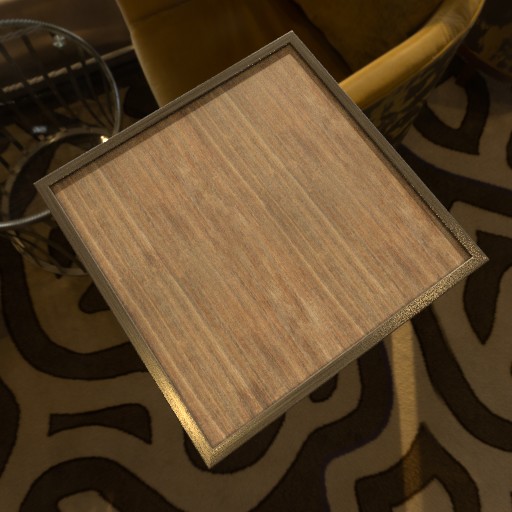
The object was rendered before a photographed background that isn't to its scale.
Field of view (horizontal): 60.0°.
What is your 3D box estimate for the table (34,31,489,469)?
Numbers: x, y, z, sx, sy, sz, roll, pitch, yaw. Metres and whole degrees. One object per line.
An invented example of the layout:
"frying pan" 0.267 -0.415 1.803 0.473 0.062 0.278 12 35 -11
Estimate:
"table" 0.000 0.000 1.069 0.611 0.507 0.609 -34 78 -8
